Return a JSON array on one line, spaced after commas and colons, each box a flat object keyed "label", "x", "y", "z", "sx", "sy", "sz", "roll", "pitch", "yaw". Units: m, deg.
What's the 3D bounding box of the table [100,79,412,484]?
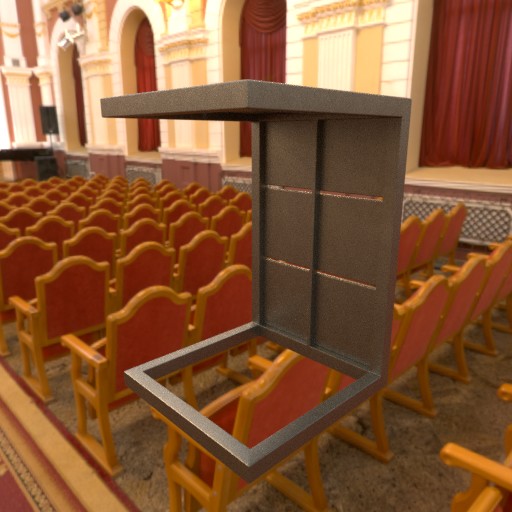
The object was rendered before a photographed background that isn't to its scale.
[{"label": "table", "x": 0.000, "y": 0.000, "z": 0.906, "sx": 0.420, "sy": 0.609, "sz": 0.405, "roll": -14, "pitch": 21, "yaw": -42}]
